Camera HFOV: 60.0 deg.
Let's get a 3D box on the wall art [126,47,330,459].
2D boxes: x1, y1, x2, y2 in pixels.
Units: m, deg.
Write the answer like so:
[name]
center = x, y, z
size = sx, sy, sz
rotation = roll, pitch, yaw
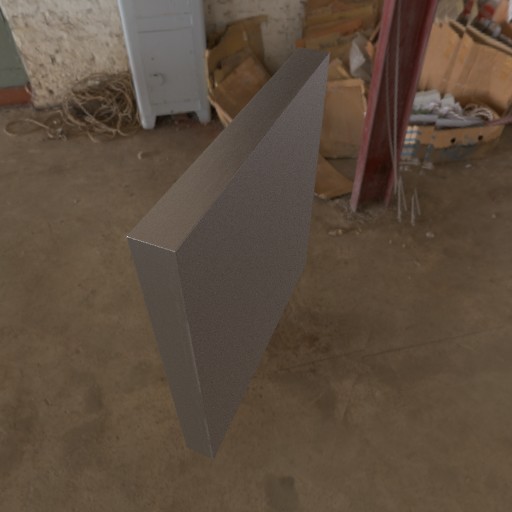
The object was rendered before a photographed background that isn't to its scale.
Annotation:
[wall art]
center = 0.000, 0.000, 0.522
size = 0.038, 0.350, 0.350
rotation = 17, 48, 16
